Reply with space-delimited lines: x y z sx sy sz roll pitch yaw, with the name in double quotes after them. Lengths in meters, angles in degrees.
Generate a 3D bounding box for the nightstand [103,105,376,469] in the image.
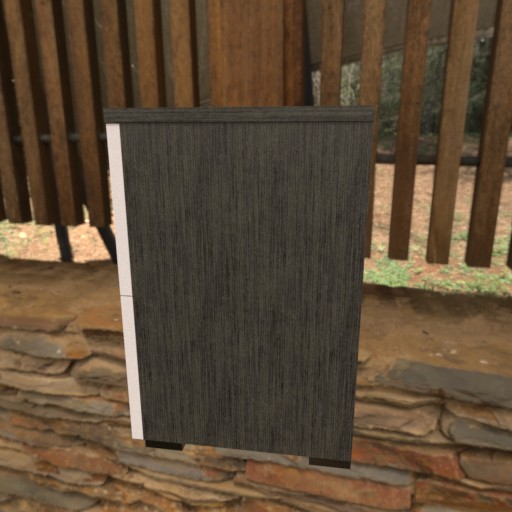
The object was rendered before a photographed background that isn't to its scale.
0.000 0.000 0.764 0.325 0.460 0.441 2 15 9 "nightstand"
